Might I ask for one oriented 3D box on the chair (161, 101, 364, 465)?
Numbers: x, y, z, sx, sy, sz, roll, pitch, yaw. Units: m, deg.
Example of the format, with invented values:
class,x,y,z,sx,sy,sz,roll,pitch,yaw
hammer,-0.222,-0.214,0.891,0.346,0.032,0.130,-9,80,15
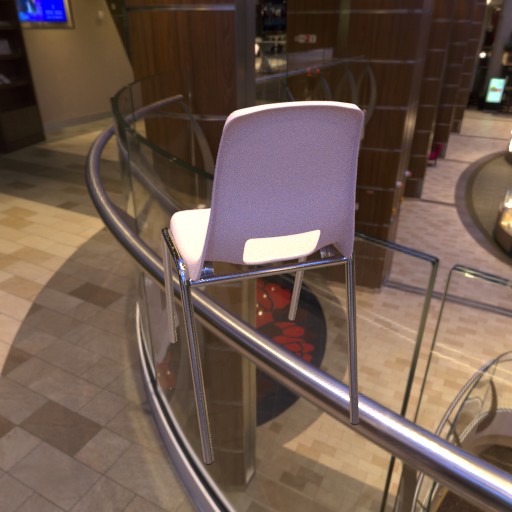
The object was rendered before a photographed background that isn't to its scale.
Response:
class,x,y,z,sx,sy,sz,roll,pitch,yaw
chair,0.000,0.000,0.974,0.381,0.704,0.436,-8,29,-16
